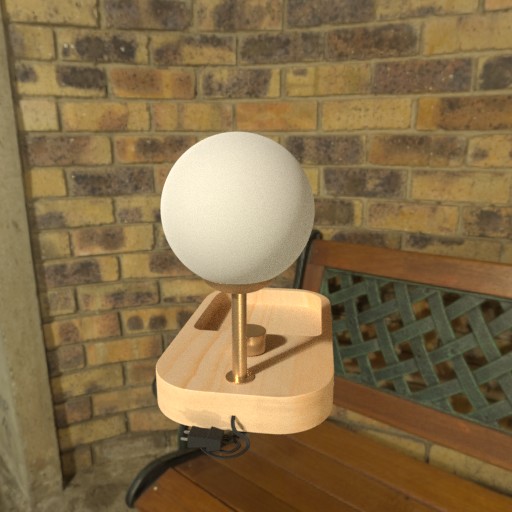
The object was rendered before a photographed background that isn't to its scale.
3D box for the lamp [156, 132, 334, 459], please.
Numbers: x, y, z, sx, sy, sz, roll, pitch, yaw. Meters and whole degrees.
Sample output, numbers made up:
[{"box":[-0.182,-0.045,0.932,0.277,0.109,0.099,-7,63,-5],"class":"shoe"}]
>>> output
[{"box":[0.000,0.000,0.479,0.173,0.253,0.331,2,14,8],"class":"lamp"}]
